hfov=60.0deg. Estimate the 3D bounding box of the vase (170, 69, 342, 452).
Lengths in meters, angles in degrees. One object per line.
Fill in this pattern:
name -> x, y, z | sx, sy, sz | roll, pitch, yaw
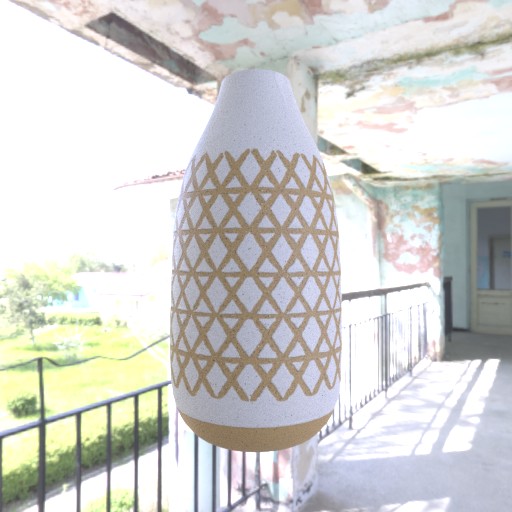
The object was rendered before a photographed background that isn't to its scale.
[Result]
vase -> 0.000, 0.000, 0.486 | 0.186, 0.380, 0.186 | 0, 0, 0
